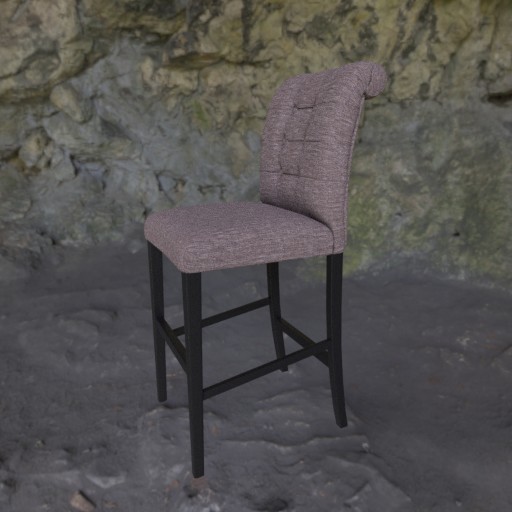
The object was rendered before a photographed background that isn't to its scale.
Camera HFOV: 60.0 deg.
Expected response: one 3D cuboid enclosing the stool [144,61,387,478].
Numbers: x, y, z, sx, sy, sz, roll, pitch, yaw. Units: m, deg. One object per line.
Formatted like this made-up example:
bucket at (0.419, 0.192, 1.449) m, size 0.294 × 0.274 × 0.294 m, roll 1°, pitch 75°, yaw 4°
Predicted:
stool at (0.000, 0.000, 1.409) m, size 0.613 × 1.131 × 0.452 m, roll -7°, pitch 17°, yaw -25°
